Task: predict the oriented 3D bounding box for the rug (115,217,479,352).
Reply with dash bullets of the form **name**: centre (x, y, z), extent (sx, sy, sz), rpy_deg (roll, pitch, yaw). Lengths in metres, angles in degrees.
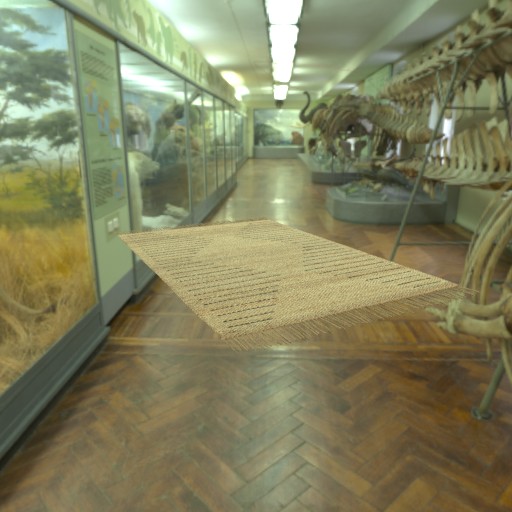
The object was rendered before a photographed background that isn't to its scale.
- **rug**: centre (0.000, 0.000, 2.590), extent (1.224, 0.027, 2.085), rpy_deg (-8, 18, -27)
